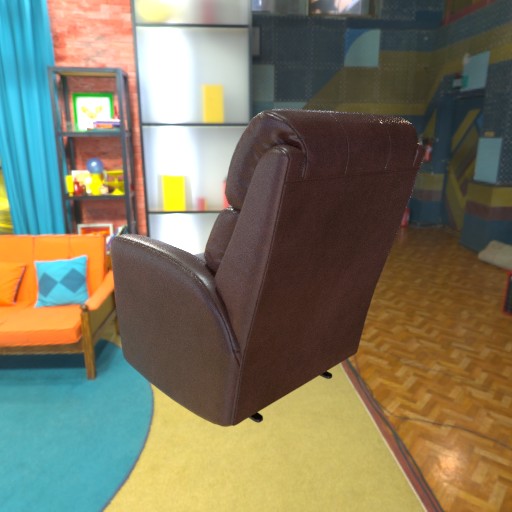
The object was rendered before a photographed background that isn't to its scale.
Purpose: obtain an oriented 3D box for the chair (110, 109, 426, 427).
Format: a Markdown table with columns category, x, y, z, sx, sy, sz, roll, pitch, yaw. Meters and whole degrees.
| category | x | y | z | sx | sy | sz | roll | pitch | yaw |
| --- | --- | --- | --- | --- | --- | --- | --- | --- | --- |
| chair | 0.000 | 0.000 | 1.684 | 0.787 | 1.016 | 0.939 | -15 | 21 | -43 |
